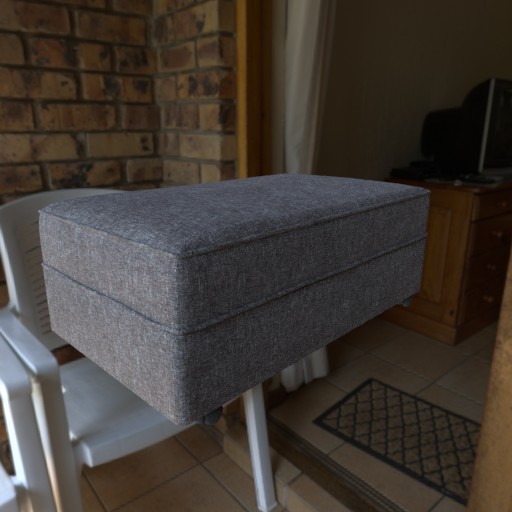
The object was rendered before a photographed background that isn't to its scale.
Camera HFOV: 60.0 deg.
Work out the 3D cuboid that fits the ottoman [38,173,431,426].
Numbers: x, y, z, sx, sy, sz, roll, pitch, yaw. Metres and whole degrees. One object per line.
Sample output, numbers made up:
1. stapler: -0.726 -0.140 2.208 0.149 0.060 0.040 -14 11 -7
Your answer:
1. ottoman: 0.000 0.000 1.519 0.717 0.487 1.184 16 23 42
